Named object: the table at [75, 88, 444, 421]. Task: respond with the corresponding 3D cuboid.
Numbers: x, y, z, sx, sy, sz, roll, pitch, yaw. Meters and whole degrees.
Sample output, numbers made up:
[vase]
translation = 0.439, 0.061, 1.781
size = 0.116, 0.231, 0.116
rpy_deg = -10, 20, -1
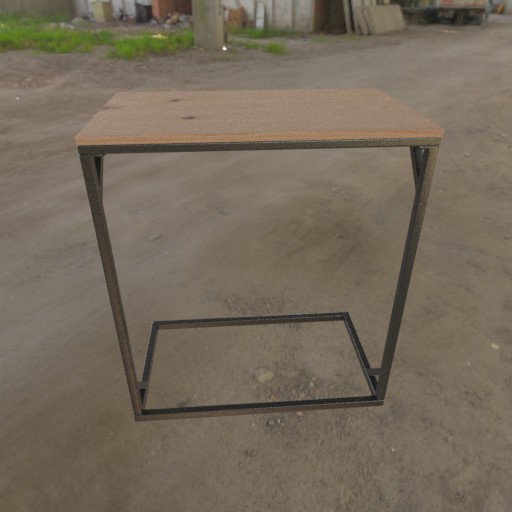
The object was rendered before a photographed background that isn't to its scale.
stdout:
[table]
translation = 0.000, 0.000, 1.036
size = 0.597, 0.673, 0.351
rpy_deg = -2, 31, -4
